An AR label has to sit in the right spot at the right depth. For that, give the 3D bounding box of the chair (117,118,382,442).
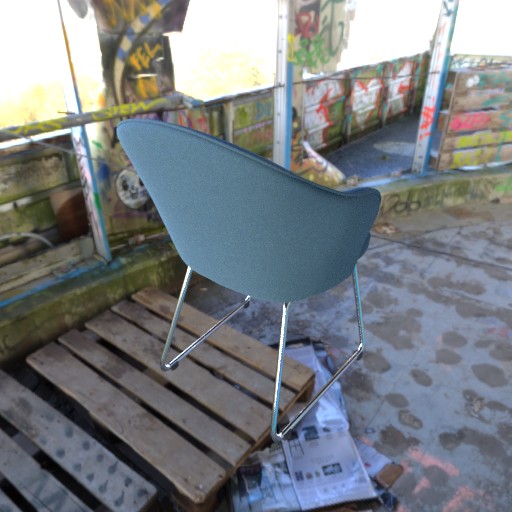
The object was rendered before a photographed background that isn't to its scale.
[{"bbox_3d":[0.000,0.000,1.190,0.570,0.815,0.585,21,36,32],"label":"chair"}]
